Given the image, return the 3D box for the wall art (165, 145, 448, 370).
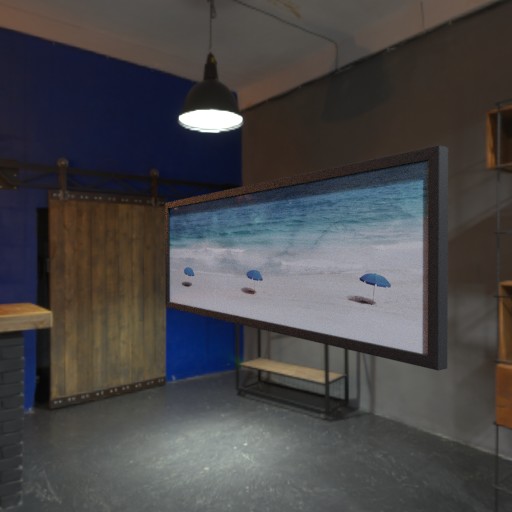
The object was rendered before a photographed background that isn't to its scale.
[{"bbox_3d":[0.000,0.000,1.733,0.041,0.554,1.572,0,1,-36],"label":"wall art"}]
